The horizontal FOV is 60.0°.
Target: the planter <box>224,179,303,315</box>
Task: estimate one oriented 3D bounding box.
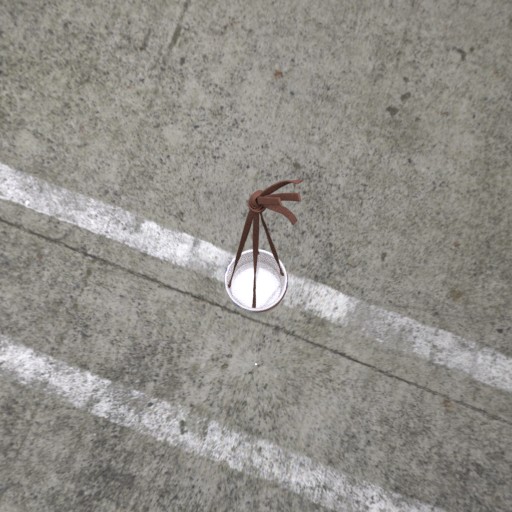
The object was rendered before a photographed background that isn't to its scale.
[{"bbox_3d":[0.000,0.000,0.836,0.157,0.753,0.153,20,77,5],"label":"planter"}]
